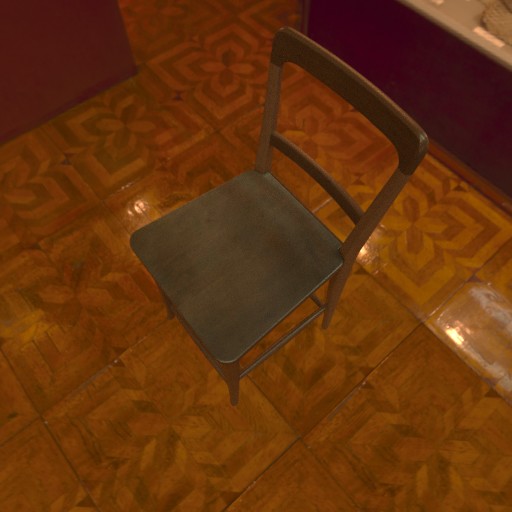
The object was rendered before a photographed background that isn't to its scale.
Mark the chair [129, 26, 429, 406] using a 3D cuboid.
[{"bbox_3d":[0.000,0.000,1.262,0.546,0.991,0.450,-35,68,-17],"label":"chair"}]
